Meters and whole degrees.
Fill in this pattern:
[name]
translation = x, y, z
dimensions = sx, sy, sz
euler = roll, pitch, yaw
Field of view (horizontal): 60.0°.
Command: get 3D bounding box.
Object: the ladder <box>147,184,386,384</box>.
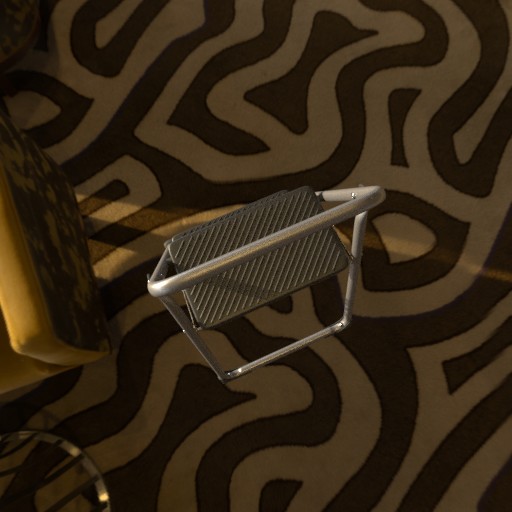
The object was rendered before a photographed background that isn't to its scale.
[ladder]
translation = 0.000, 0.000, 1.009
dimensions = 0.430, 0.720, 0.472
euler = -23, 78, -5
